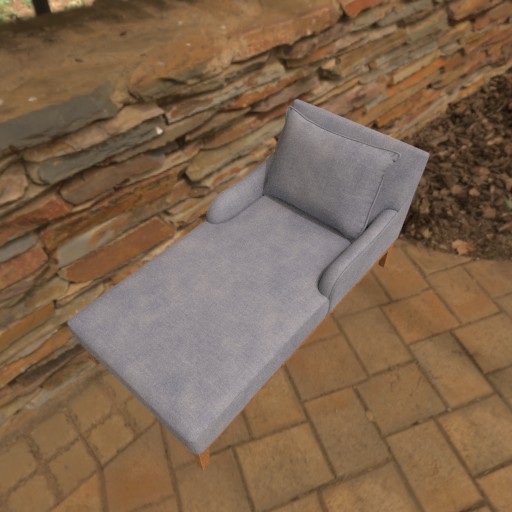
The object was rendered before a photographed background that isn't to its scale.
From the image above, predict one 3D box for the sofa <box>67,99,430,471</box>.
[{"bbox_3d":[0.000,0.000,2.332,0.904,0.883,1.779,33,55,26],"label":"sofa"}]
